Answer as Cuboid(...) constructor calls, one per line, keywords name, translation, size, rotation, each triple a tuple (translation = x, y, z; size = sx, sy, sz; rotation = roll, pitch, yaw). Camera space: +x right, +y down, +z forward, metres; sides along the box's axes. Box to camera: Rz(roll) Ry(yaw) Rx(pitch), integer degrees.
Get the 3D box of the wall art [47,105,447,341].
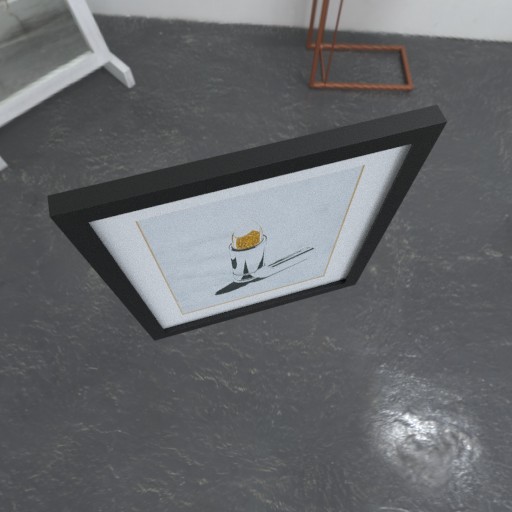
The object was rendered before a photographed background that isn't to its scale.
Cuboid(name="wall art", translation=(0.000, 0.000, 0.531), size=(0.330, 0.381, 0.019), rotation=(-15, 66, -7))
